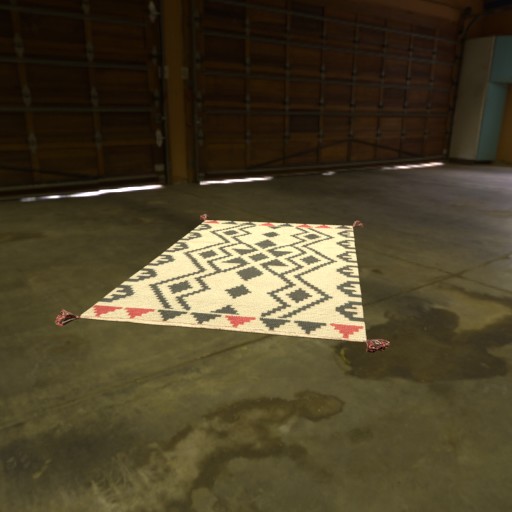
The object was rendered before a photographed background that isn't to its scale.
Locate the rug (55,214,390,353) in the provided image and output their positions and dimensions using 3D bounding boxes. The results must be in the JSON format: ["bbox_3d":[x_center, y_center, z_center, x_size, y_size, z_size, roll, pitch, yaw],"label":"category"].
[{"bbox_3d":[0.000,0.000,3.414,1.741,0.066,2.672,3,17,10],"label":"rug"}]
